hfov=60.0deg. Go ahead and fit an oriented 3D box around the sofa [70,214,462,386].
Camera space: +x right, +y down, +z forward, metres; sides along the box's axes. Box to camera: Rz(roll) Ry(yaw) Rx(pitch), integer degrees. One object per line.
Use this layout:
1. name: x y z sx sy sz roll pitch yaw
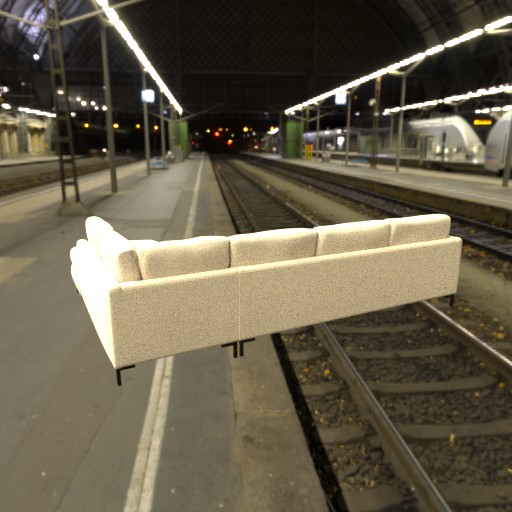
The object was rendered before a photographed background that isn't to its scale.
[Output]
1. sofa: 0.000 0.000 3.985 2.949 0.815 2.007 -7 16 -27
